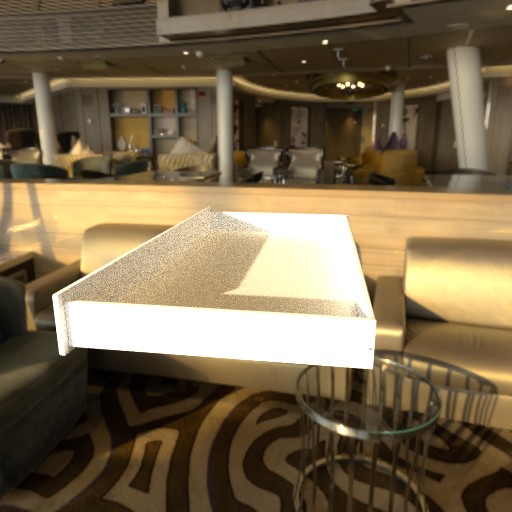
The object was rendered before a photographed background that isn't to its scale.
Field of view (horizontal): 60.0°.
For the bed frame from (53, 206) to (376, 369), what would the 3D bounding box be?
[{"bbox_3d":[0.000,0.000,1.525,0.670,0.141,1.300,2,15,9],"label":"bed frame"}]
